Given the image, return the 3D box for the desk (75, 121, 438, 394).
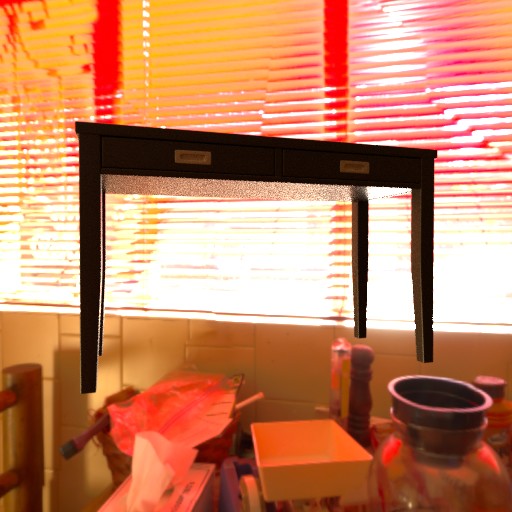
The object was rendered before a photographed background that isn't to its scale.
[{"bbox_3d":[0.000,0.000,1.671,1.220,0.775,0.508,0,1,-17],"label":"desk"}]
